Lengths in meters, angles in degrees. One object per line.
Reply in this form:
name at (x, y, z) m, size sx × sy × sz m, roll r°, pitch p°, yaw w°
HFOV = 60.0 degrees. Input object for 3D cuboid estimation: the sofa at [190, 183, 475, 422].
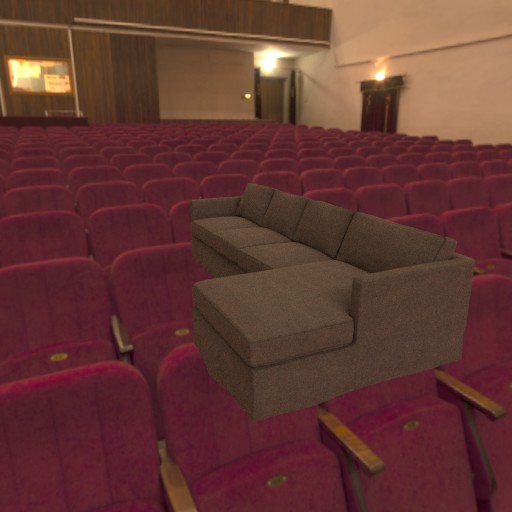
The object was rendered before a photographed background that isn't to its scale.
sofa at (0.000, 0.000, 3.946) m, size 1.650 × 0.922 × 3.205 m, roll -8°, pitch 18°, yaw -25°
